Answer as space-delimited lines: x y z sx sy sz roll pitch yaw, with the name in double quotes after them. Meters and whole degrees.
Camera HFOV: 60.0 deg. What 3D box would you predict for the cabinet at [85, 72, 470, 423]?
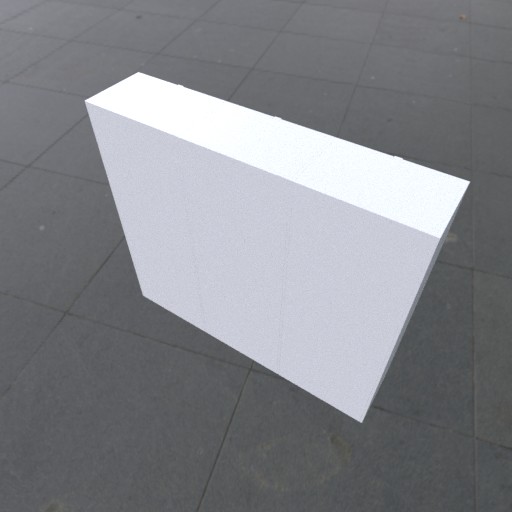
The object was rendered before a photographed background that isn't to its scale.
0.000 0.000 3.867 2.700 2.370 0.590 25 52 22 "cabinet"
